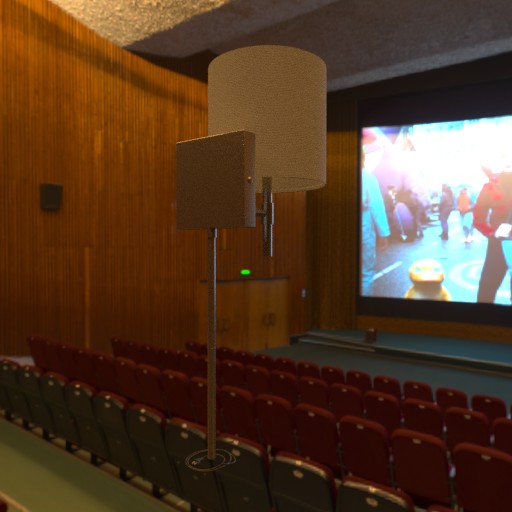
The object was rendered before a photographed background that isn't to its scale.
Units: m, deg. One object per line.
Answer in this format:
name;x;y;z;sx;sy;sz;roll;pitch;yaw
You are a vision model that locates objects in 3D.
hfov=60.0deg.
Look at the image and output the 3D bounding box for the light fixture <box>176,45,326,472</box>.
light fixture;0.000;0.000;0.692;0.188;0.589;0.248;1;1;36
